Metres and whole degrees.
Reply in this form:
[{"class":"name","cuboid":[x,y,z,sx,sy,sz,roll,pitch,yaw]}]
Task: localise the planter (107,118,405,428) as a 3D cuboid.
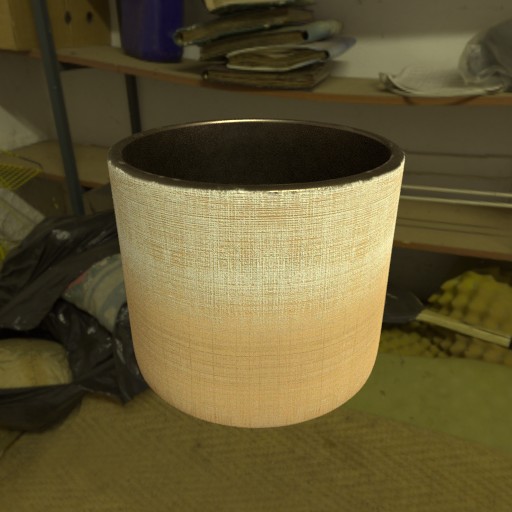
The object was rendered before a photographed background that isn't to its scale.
[{"class":"planter","cuboid":[0.000,0.000,0.435,0.254,0.221,0.254,0,27,0]}]
